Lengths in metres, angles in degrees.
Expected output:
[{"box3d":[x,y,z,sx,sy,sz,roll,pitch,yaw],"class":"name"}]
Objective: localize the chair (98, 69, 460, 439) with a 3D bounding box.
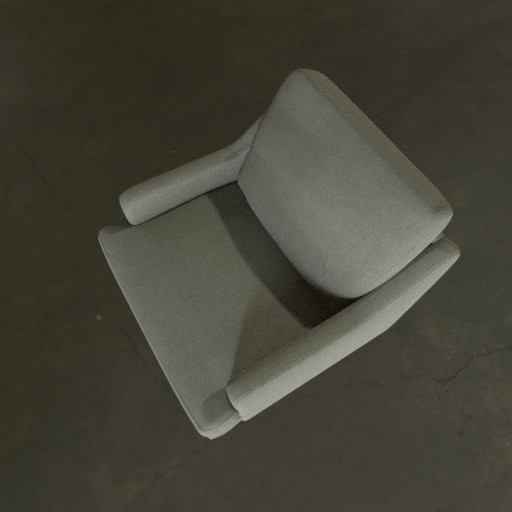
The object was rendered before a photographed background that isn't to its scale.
[{"box3d":[0.000,0.000,1.509,0.892,0.821,0.826,-29,67,-14],"class":"chair"}]
